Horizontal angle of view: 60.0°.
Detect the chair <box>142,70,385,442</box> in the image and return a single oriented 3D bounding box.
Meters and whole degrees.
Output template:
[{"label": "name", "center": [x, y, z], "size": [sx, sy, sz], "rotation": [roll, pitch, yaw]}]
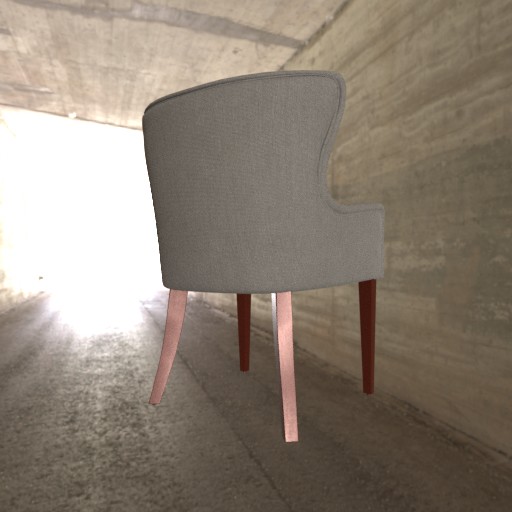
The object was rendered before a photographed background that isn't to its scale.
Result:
[{"label": "chair", "center": [0.000, 0.000, 1.451], "size": [0.732, 0.948, 0.677], "rotation": [0, -1, 36]}]
